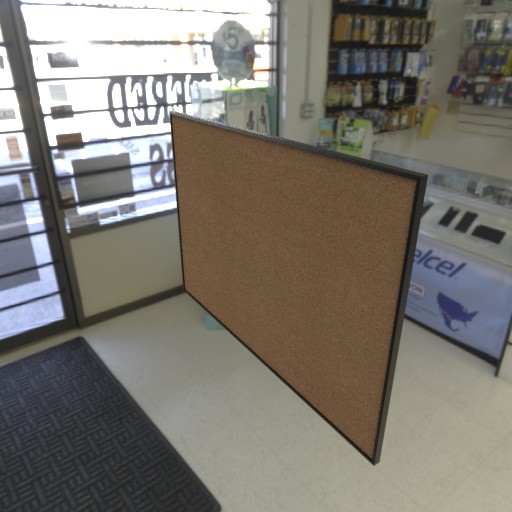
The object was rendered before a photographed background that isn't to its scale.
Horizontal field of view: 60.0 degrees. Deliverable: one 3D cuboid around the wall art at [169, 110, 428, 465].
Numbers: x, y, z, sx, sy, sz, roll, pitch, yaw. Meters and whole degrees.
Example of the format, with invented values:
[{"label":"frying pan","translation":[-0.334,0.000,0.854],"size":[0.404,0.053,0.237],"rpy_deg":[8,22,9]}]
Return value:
[{"label":"wall art","translation":[0.000,0.000,1.211],"size":[0.019,0.660,0.957],"rpy_deg":[-16,30,-31]}]
